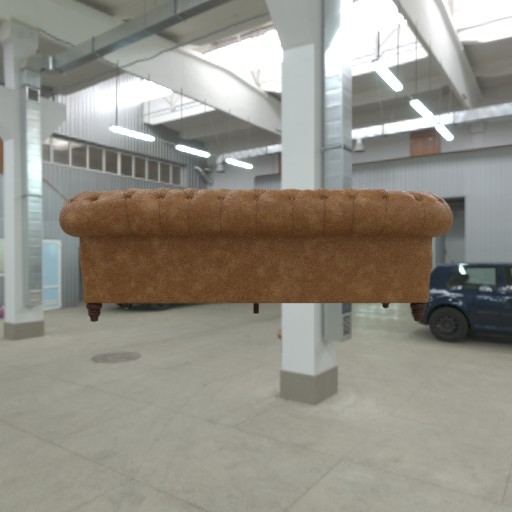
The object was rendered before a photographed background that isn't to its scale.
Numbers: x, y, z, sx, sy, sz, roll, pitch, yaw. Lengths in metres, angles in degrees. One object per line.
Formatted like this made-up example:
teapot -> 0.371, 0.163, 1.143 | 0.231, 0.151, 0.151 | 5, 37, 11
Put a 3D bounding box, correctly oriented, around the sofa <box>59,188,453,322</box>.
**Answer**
sofa -> 0.000, 0.000, 2.779 | 2.365, 0.760, 0.989 | 0, 0, 0
